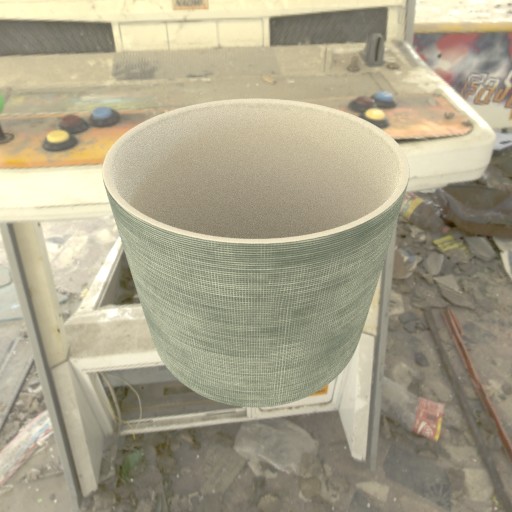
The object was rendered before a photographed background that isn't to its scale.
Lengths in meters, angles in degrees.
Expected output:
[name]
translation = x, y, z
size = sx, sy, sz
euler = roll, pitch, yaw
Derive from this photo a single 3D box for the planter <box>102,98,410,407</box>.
[planter]
translation = 0.000, 0.000, 0.781
size = 0.440, 0.398, 0.440
euler = 0, 40, 0
